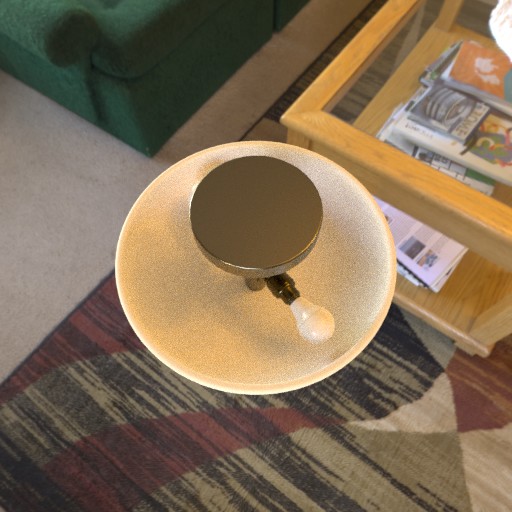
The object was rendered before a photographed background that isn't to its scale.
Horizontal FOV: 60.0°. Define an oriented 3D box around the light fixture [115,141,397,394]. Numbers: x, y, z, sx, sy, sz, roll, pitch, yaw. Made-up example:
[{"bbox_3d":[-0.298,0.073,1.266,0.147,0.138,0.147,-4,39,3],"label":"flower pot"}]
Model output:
[{"bbox_3d":[0.000,0.000,0.539,0.330,0.214,0.330,0,63,0],"label":"light fixture"}]
